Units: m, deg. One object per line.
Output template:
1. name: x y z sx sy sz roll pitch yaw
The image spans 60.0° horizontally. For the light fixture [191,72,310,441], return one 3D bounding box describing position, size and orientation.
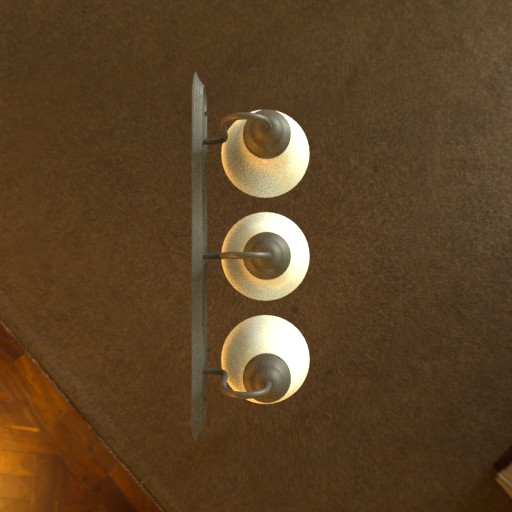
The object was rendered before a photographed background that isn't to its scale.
1. light fixture: 0.000 0.000 0.716 0.199 0.222 0.610 0 90 0
